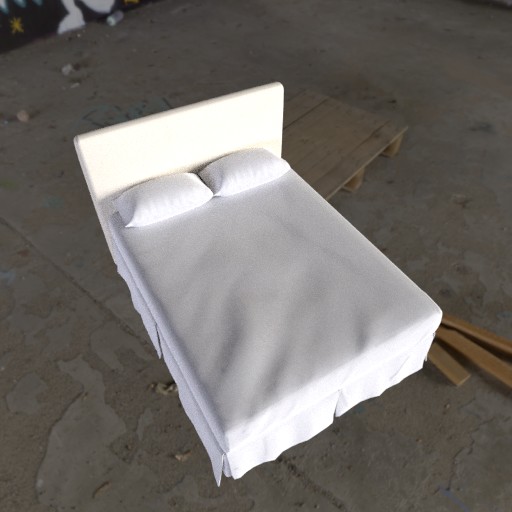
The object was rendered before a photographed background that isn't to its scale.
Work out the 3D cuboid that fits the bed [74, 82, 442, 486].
[{"bbox_3d":[0.000,0.000,3.116,1.713,1.330,2.142,-23,51,-20],"label":"bed"}]
